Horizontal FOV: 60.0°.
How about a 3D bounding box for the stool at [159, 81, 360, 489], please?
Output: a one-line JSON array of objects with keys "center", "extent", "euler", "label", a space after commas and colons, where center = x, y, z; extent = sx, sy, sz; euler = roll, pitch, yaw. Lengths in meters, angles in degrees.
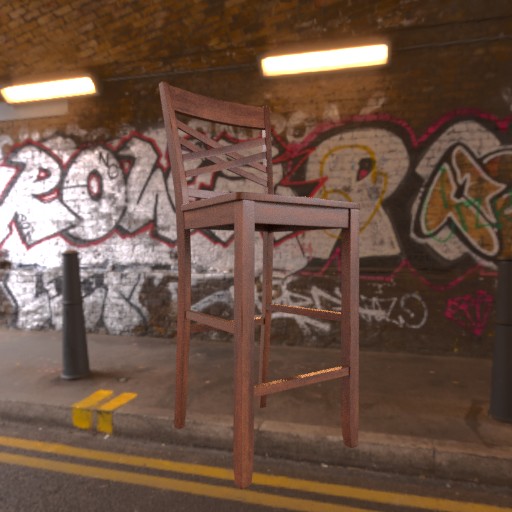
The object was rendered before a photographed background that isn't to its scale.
[{"center": [0.000, 0.000, 1.358], "extent": [0.433, 1.105, 0.487], "euler": [0, 1, -36], "label": "stool"}]
